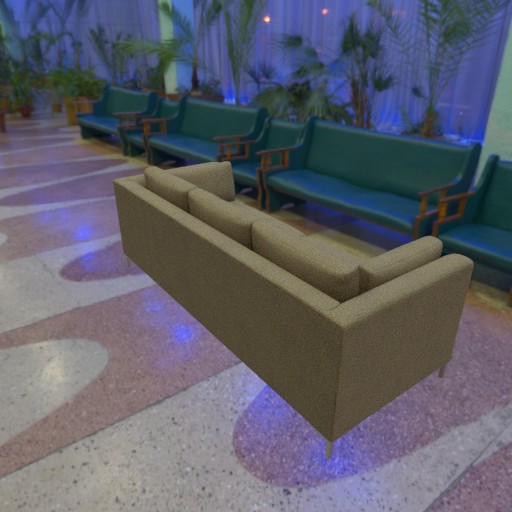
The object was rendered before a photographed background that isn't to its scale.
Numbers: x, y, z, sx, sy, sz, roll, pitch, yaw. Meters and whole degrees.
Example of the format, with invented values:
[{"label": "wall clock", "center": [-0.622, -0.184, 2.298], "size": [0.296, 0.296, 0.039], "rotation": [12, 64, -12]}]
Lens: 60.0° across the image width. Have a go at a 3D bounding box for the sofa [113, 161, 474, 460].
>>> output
[{"label": "sofa", "center": [0.000, 0.000, 2.955], "size": [0.969, 0.867, 2.415], "rotation": [-18, 32, -32]}]
